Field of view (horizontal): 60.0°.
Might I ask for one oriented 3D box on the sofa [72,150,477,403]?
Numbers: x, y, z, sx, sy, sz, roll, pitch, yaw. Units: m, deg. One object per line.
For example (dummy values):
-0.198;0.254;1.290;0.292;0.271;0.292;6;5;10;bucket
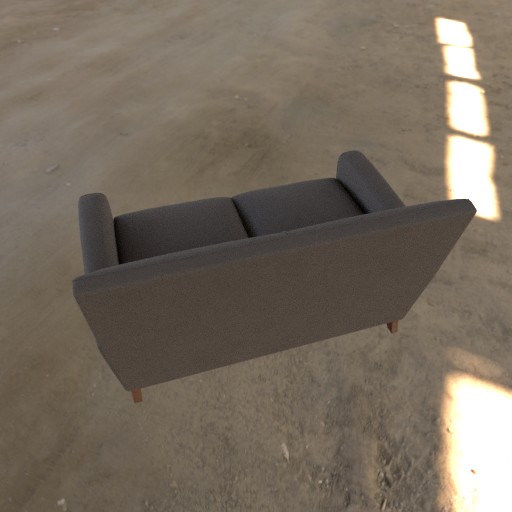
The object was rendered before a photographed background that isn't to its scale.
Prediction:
0.000;0.000;1.966;1.420;0.846;0.871;-12;43;-13;sofa
